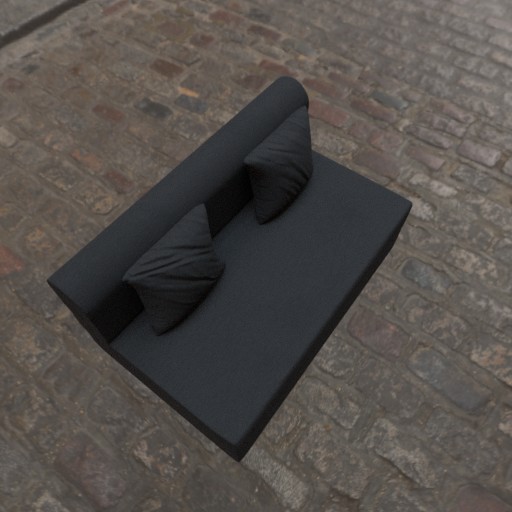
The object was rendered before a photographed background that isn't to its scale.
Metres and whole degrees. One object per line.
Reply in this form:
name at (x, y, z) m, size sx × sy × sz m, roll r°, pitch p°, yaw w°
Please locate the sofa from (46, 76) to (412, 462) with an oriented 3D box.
sofa at (0.000, 0.000, 1.747) m, size 0.762 × 0.670 × 1.225 m, roll 33°, pitch 64°, yaw 19°
